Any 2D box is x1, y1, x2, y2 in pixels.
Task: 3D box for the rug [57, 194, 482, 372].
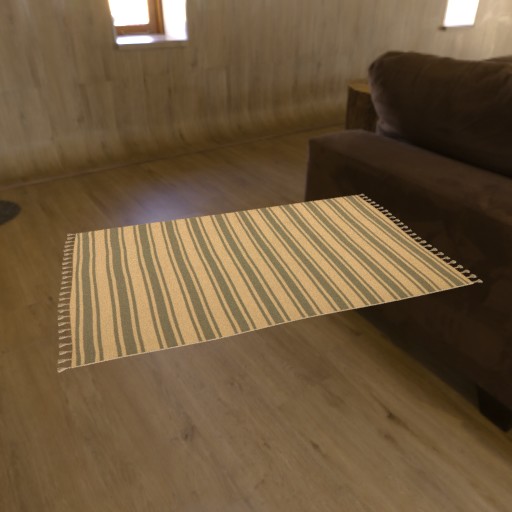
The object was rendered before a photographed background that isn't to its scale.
[{"bbox_3d":[0.000,0.000,2.511,2.084,0.009,1.222,-9,32,-15],"label":"rug"}]
